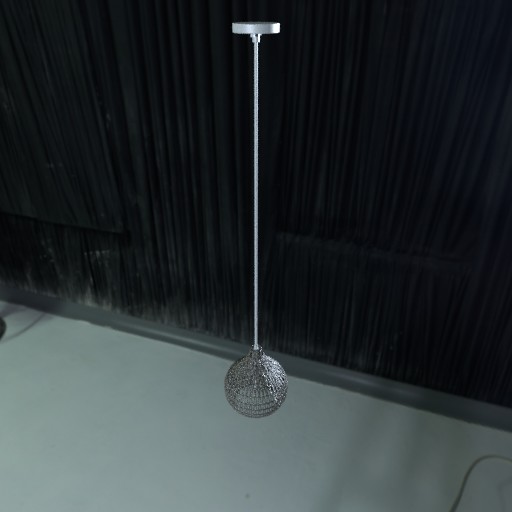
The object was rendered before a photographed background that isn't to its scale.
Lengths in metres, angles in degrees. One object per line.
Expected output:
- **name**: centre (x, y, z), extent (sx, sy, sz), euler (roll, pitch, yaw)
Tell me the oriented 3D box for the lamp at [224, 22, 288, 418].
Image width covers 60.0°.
- **lamp**: centre (0.000, 0.000, 2.060), extent (0.355, 1.919, 0.355), euler (8, 31, 13)
